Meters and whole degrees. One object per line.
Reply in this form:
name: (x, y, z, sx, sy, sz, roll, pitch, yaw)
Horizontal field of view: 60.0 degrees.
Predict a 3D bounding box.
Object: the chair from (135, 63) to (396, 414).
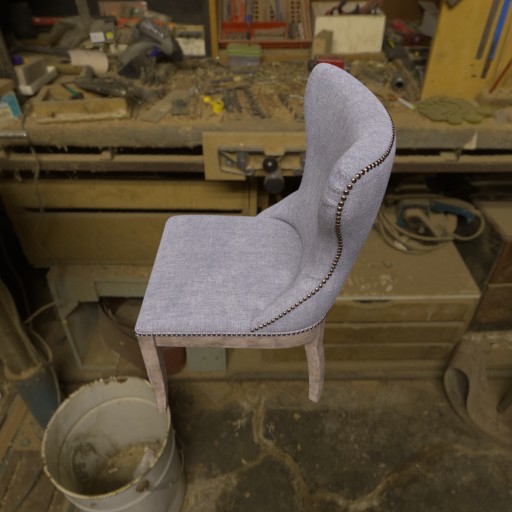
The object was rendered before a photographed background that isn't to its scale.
chair: (0.000, 0.000, 1.407, 0.681, 1.002, 0.654, 1, 41, 1)
